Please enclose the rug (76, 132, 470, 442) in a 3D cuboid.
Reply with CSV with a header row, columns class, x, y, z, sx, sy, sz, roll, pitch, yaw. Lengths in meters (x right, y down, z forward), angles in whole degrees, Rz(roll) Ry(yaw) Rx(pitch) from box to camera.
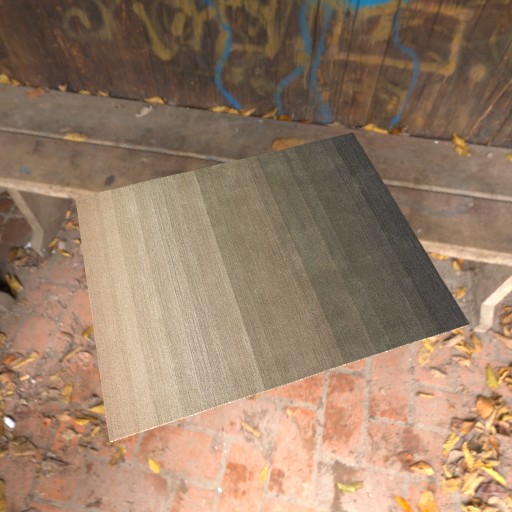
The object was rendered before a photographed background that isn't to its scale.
class,x,y,z,sx,sy,sz,roll,pitch,yaw
rug,0.000,0.000,3.953,2.932,0.015,2.315,-15,60,-9
